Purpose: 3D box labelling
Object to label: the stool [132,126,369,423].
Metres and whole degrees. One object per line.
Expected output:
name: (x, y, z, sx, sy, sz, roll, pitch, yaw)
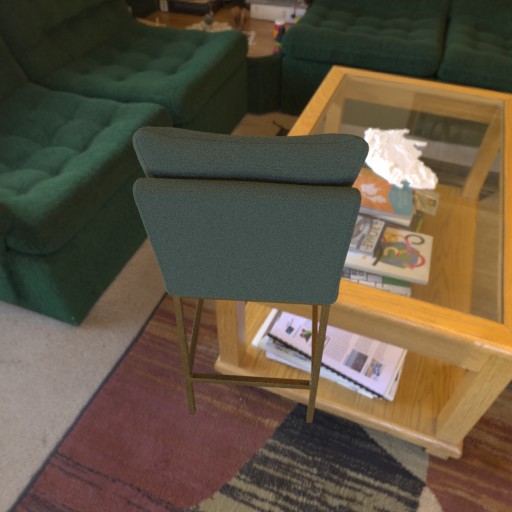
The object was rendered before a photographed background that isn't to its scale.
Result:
stool: (0.000, 0.000, 1.319, 0.463, 1.032, 0.568, 3, 46, 3)
